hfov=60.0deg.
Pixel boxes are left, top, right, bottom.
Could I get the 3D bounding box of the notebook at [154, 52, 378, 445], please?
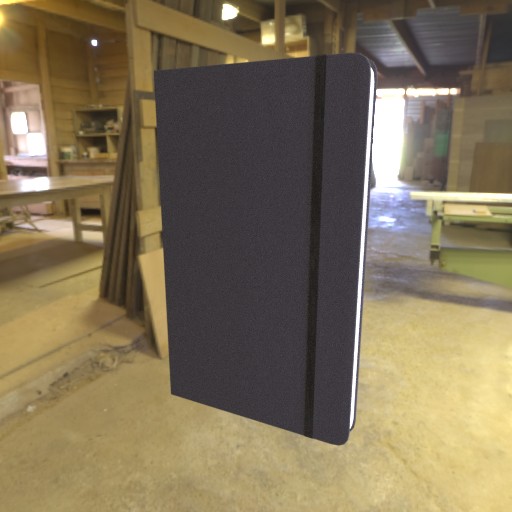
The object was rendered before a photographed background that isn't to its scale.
[{"bbox_3d":[0.000,0.000,0.264,0.127,0.213,0.016,7,16,26],"label":"notebook"}]
